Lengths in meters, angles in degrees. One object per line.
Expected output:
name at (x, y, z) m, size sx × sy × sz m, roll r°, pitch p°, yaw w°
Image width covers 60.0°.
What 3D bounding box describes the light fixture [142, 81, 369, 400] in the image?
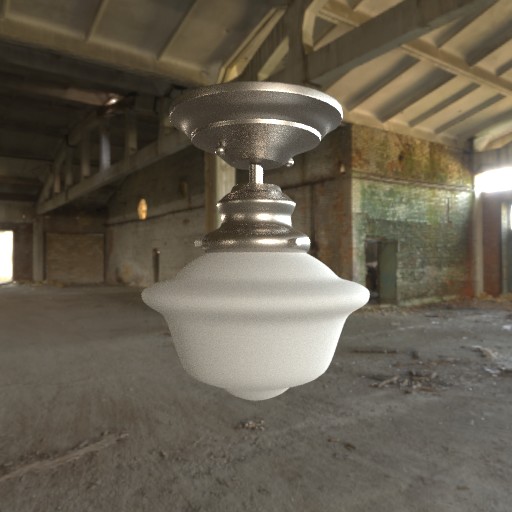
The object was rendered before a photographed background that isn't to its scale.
light fixture at (0.000, 0.000, 0.397) m, size 0.199 × 0.254 × 0.199 m, roll 0°, pitch -1°, yaw 0°
